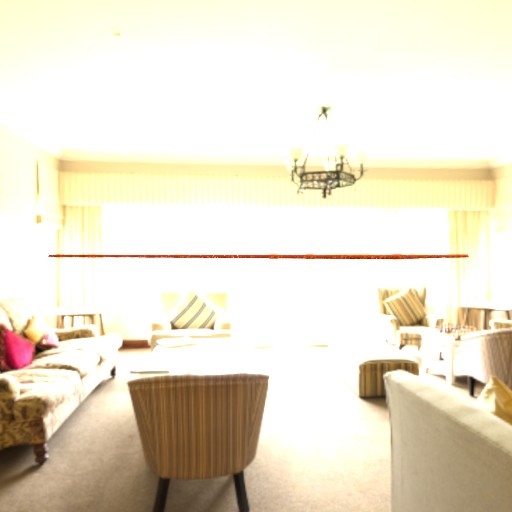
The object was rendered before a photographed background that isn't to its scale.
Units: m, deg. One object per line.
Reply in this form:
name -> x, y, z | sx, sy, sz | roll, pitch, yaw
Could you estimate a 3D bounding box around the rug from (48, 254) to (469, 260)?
rug -> 0.000, 0.000, 2.309 | 1.835, 0.018, 1.230 | 0, 0, 35
